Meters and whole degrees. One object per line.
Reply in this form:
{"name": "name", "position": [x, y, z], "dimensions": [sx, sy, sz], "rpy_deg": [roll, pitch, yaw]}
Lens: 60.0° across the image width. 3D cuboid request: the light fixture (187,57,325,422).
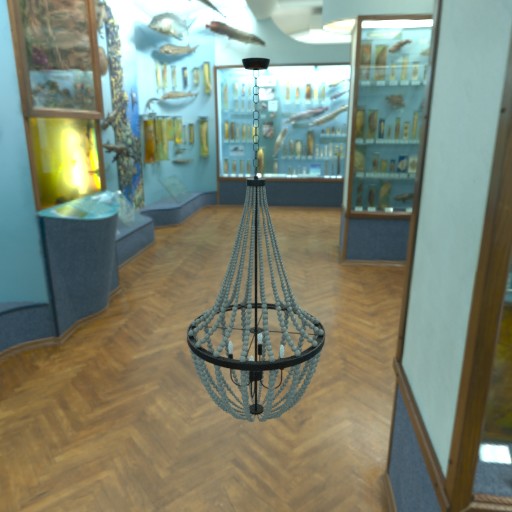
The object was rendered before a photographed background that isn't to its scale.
{"name": "light fixture", "position": [0.000, 0.000, 1.387], "dimensions": [0.450, 1.133, 0.450], "rpy_deg": [0, 16, 0]}
